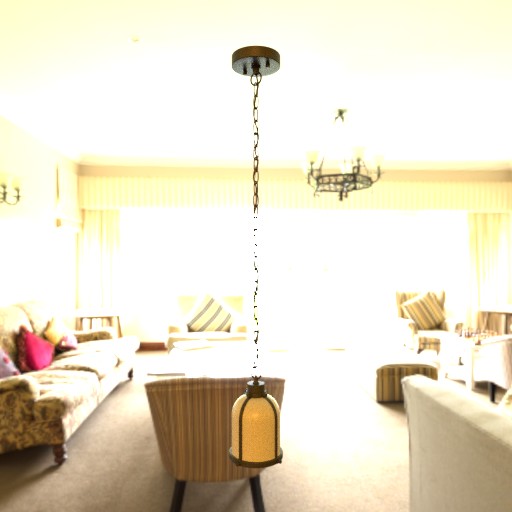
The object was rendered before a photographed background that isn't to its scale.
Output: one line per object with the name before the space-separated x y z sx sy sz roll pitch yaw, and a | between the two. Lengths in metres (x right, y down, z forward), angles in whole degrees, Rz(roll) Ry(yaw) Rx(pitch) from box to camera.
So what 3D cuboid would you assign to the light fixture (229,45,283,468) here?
light fixture | 0.000 0.000 1.313 0.178 1.181 0.178 0 0 37
